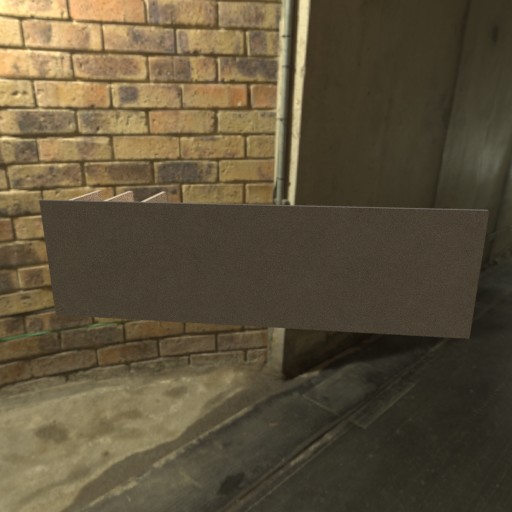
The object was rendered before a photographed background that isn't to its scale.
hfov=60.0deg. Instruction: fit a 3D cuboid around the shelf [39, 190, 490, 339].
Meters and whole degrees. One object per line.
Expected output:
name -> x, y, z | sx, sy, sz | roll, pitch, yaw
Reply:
shelf -> 0.000, 0.000, 1.135 | 1.020, 0.300, 0.200 | 2, 17, 7
